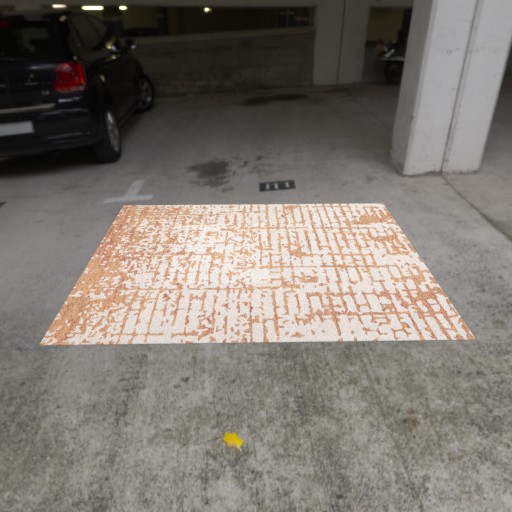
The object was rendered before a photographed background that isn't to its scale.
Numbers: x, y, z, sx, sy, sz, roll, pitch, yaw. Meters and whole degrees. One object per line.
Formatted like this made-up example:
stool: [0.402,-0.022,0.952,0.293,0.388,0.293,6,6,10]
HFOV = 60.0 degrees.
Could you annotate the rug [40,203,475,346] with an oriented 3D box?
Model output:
rug: [0.000,0.000,4.150,3.050,0.011,2.441,-1,30,-1]
